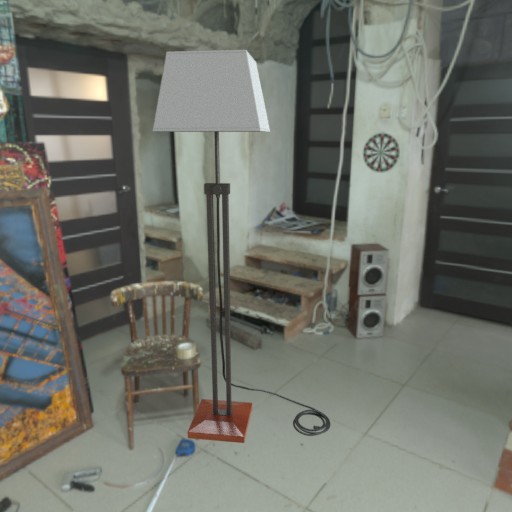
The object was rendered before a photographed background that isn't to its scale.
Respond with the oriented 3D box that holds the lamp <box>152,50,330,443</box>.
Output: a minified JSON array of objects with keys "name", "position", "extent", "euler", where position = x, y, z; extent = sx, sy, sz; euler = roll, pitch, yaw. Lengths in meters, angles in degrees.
[{"name":"lamp","position":[0.000,0.000,2.026],"extent":[0.745,1.712,0.472],"euler":[2,15,7]}]
